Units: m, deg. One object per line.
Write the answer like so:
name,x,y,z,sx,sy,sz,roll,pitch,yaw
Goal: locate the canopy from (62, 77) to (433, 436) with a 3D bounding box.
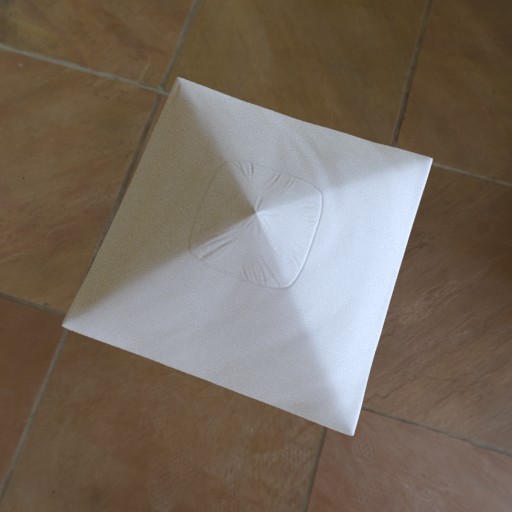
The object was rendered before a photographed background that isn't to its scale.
canopy,0.000,0.000,5.258,2.996,2.997,2.998,19,76,5
